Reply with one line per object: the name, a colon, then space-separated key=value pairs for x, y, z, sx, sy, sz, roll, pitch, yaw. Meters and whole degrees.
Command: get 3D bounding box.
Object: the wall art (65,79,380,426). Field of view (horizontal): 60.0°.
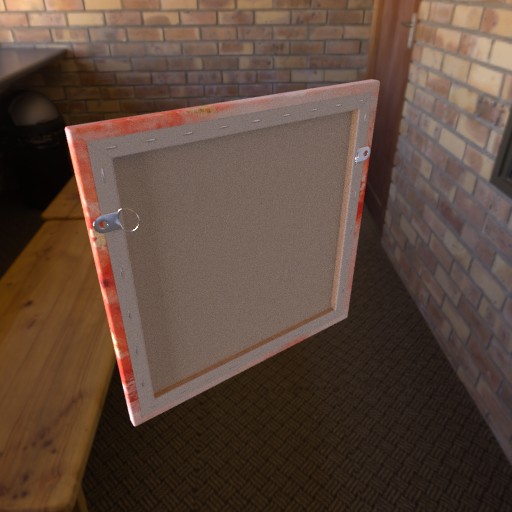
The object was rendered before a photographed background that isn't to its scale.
wall art: x=0.000 y=0.000 z=1.295 sx=0.878 sy=0.878 sz=0.066 roll=-20 pitch=37 yaw=-29
